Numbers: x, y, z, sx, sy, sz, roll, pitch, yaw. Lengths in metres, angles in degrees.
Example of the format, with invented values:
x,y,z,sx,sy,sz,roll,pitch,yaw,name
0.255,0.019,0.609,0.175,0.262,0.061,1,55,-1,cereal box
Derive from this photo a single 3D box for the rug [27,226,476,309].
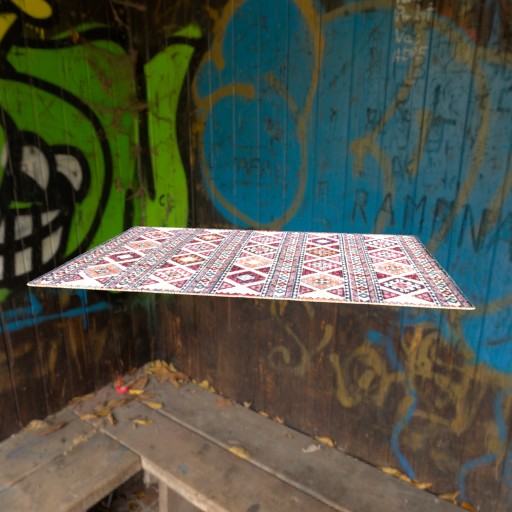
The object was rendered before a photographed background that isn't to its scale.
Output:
x,y,z,sx,sy,sz,roll,pitch,yaw,name
0.000,0.000,3.092,2.440,0.010,1.545,2,17,8,rug
